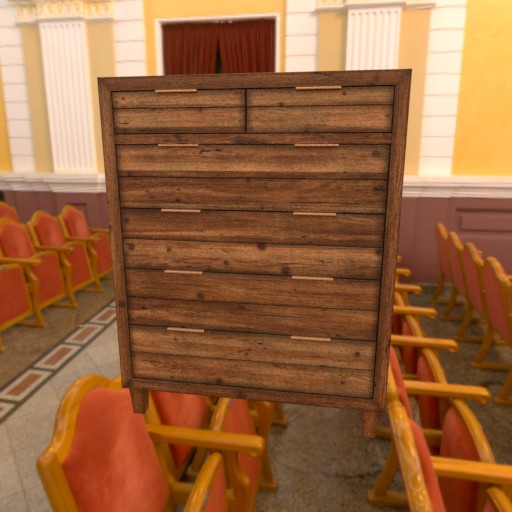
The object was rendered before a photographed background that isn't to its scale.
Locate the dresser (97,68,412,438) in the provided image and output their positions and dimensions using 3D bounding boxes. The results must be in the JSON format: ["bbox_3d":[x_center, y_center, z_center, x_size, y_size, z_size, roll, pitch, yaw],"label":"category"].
[{"bbox_3d":[0.000,0.000,1.843,1.067,1.359,0.438,2,14,9],"label":"dresser"}]
